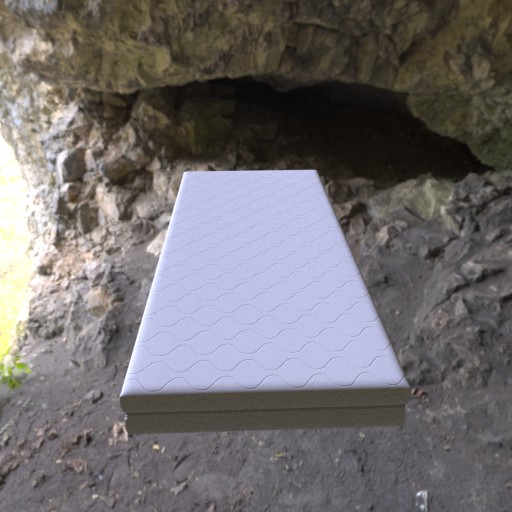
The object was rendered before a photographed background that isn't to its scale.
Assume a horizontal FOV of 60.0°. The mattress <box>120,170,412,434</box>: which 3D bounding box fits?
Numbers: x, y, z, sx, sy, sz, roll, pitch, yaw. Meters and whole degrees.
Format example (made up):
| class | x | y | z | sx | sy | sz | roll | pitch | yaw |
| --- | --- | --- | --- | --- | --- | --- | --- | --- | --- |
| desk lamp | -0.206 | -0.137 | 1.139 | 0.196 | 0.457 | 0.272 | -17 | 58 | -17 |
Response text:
| class | x | y | z | sx | sy | sz | roll | pitch | yaw |
| --- | --- | --- | --- | --- | --- | --- | --- | --- | --- |
| mattress | 0.000 | 0.000 | 2.198 | 0.900 | 0.200 | 1.900 | -1 | 31 | -2 |
